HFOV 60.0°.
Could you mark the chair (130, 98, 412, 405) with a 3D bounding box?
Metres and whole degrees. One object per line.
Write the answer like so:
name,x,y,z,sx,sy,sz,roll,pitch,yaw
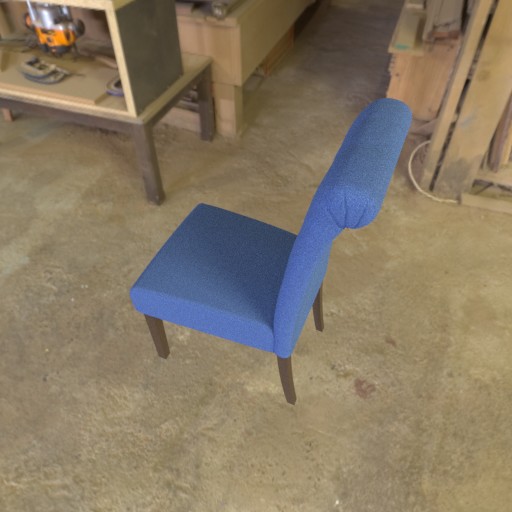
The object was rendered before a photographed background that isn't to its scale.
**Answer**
chair,0.000,0.000,1.378,0.671,1.006,0.456,17,49,16
